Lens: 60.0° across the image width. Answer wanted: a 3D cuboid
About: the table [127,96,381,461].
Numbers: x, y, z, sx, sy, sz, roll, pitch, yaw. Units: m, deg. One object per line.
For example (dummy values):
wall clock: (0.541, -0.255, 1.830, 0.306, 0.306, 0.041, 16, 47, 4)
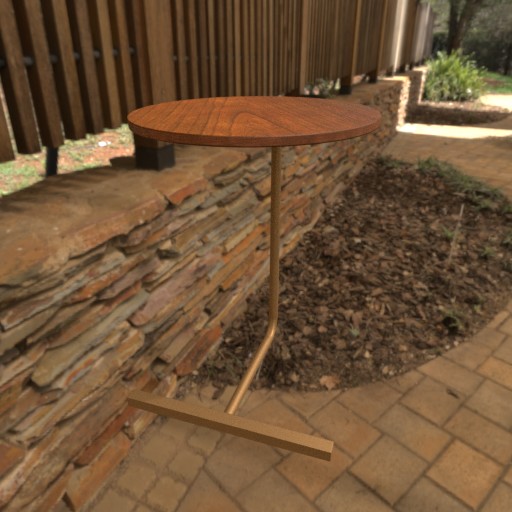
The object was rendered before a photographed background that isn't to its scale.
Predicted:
table: (0.000, 0.000, 1.124, 0.530, 0.706, 0.577, 8, 27, 17)
